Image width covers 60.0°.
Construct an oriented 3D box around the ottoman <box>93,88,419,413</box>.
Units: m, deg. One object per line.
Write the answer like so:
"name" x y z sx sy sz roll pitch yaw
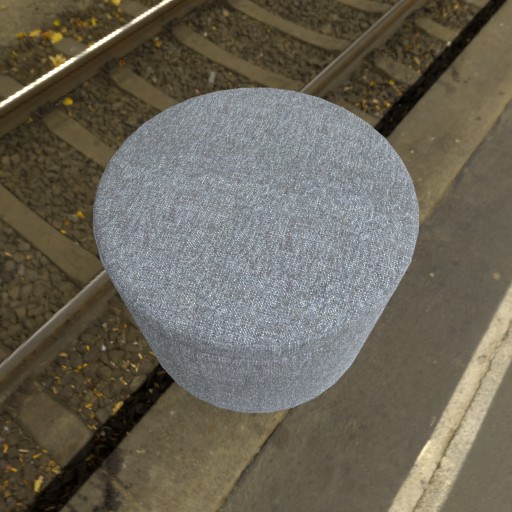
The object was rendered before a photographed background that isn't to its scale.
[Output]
"ottoman" 0.000 0.000 0.842 0.500 0.419 0.500 0 59 0
